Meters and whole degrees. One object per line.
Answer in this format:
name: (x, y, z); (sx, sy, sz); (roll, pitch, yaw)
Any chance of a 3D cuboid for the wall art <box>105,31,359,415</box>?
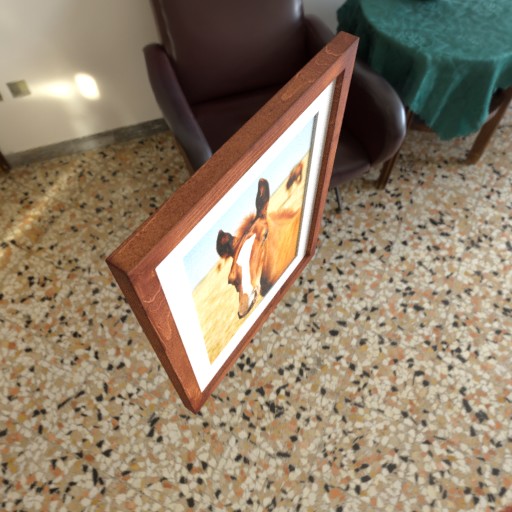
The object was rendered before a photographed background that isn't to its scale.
wall art: (0.000, 0.000, 0.751); (0.030, 0.558, 0.462); (30, 62, 18)
